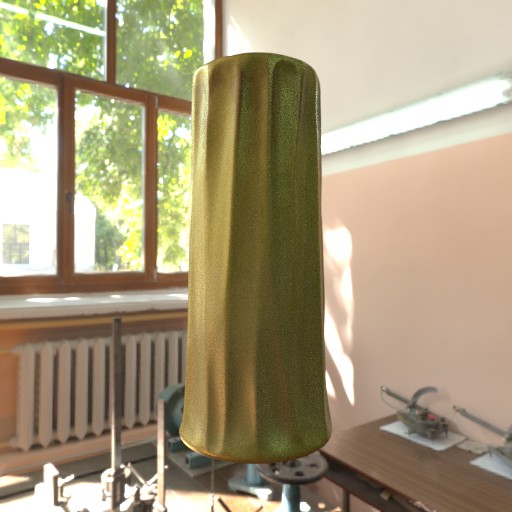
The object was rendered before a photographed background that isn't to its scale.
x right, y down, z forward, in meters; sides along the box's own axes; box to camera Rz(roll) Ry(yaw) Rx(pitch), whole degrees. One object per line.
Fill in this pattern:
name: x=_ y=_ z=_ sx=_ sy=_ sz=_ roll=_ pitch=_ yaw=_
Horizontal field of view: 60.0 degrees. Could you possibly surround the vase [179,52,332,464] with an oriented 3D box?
vase: x=0.000 y=0.000 z=0.180 sx=0.061 sy=0.143 sz=0.061 roll=0 pitch=-1 yaw=0
